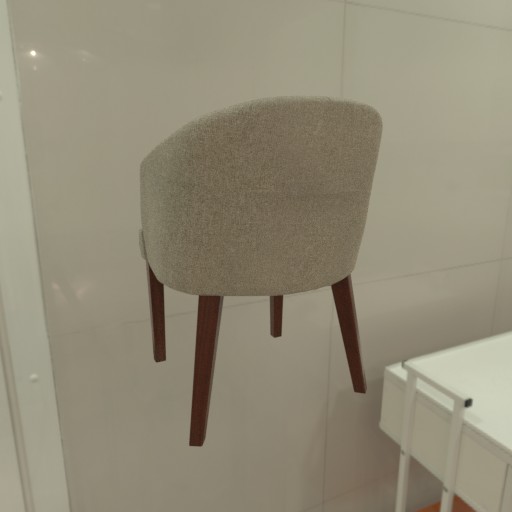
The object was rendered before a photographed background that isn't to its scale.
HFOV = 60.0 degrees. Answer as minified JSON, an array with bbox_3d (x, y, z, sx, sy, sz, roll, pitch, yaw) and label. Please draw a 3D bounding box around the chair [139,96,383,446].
[{"bbox_3d":[0.000,0.000,1.265,0.583,0.811,0.655,-7,16,-26],"label":"chair"}]
